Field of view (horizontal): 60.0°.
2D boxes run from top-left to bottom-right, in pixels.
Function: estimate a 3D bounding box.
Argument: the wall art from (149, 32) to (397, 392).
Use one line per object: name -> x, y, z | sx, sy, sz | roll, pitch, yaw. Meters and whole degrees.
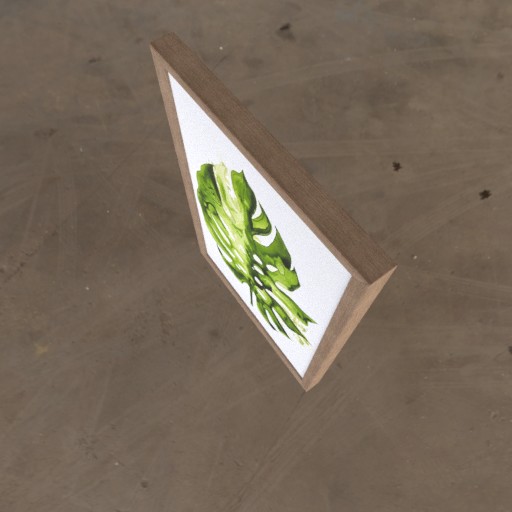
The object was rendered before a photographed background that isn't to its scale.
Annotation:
wall art -> 0.000, 0.000, 0.654 | 0.031, 0.509, 0.356 | -33, 68, -15
